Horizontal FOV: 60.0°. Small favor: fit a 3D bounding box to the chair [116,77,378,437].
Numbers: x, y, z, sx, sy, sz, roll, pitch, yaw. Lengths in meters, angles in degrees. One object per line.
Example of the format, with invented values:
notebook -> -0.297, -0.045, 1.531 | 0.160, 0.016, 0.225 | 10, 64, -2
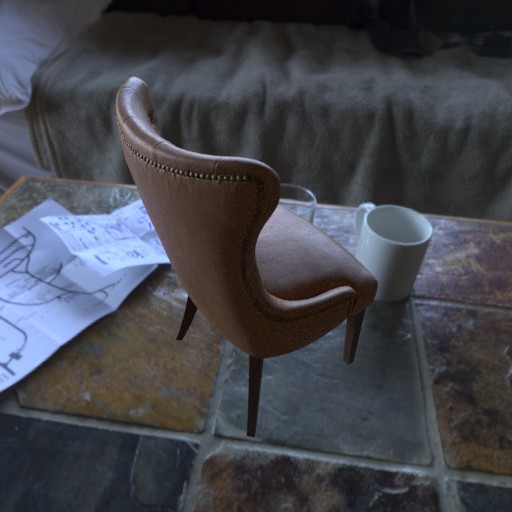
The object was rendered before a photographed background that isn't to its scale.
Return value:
chair -> 0.000, 0.000, 1.427 | 0.669, 1.065, 0.611 | -26, 48, -26
